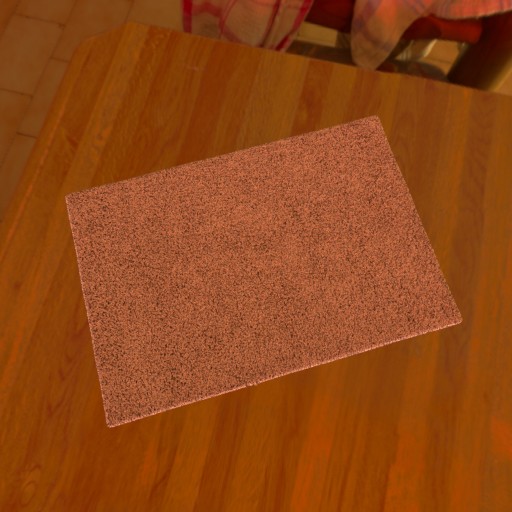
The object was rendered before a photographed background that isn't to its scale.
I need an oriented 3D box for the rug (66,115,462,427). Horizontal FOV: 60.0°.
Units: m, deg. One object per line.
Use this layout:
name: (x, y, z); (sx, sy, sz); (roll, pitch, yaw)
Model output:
rug: (0.000, 0.000, 2.285); (1.778, 0.030, 1.219); (-15, 74, -4)
